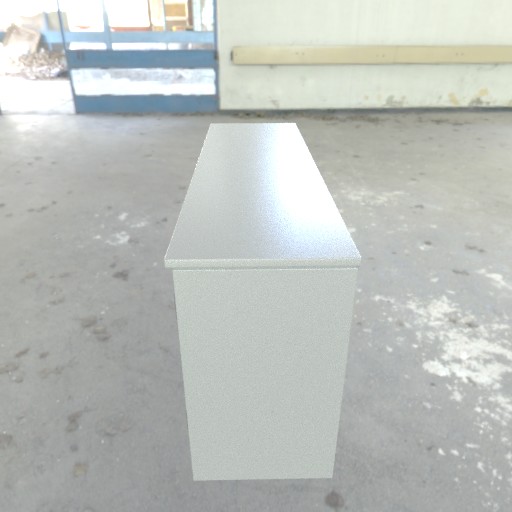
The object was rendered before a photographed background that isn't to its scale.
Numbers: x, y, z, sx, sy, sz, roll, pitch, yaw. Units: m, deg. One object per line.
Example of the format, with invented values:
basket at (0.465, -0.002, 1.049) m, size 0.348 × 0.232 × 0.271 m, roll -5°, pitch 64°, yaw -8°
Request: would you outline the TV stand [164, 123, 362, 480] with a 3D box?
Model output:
TV stand at (0.000, 0.000, 1.424) m, size 0.344 × 0.603 × 1.167 m, roll -1°, pitch 28°, yaw -1°
